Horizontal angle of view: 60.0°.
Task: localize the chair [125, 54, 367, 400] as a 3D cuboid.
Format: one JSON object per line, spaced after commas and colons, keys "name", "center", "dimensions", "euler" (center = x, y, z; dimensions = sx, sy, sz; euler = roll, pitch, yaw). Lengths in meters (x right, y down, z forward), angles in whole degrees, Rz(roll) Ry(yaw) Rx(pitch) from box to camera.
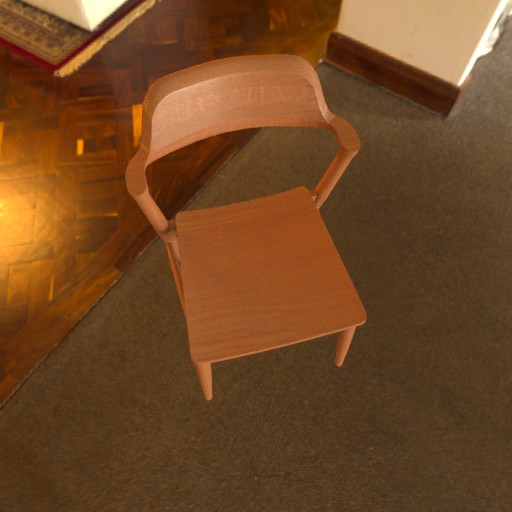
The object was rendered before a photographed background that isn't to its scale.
{"name": "chair", "center": [0.000, 0.000, 1.132], "dimensions": [0.496, 0.801, 0.499], "euler": [-13, 64, -6]}
